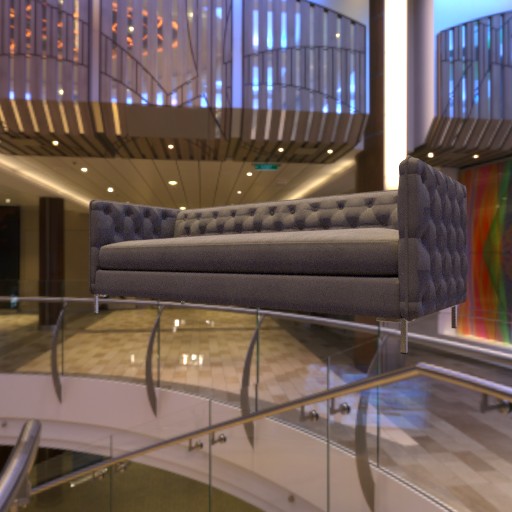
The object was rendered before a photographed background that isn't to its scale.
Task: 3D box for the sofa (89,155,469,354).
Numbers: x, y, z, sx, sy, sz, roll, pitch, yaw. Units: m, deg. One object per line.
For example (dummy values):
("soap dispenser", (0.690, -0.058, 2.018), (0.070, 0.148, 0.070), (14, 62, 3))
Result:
("sofa", (0.000, 0.000, 2.662), (2.209, 0.771, 0.895), (0, 0, 37))
